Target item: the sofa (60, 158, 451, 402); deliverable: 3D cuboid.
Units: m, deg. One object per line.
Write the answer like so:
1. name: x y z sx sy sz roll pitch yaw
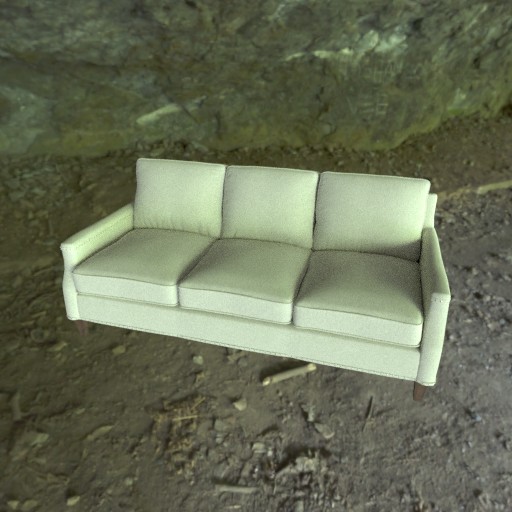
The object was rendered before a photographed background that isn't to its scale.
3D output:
1. sofa: 0.000 0.000 2.871 2.246 1.003 1.084 7 26 15
